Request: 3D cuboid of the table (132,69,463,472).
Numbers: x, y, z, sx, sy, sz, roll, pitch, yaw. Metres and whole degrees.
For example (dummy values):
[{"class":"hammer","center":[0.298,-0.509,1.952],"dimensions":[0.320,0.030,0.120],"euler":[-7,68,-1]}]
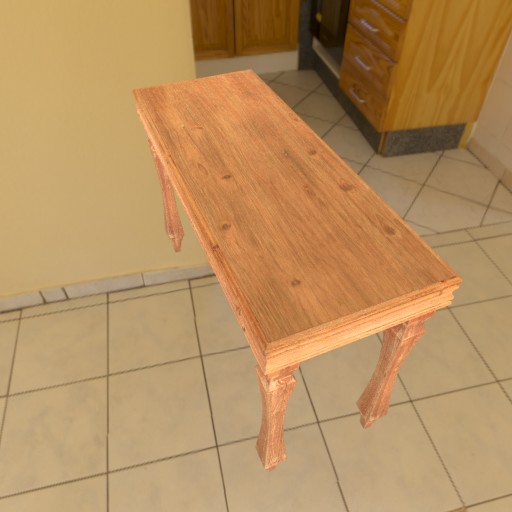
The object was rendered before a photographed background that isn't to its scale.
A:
[{"class":"table","center":[0.000,0.000,1.734],"dimensions":[0.522,0.873,1.330],"euler":[-17,48,-16]}]
